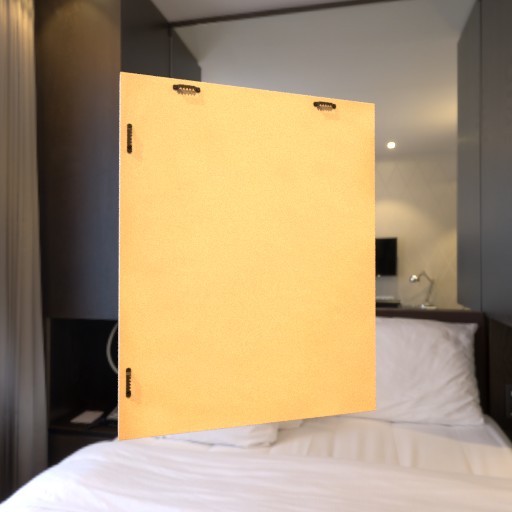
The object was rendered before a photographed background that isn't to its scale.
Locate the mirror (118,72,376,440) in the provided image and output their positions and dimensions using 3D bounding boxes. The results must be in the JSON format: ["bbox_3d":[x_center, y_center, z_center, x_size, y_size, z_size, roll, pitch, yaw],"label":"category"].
[{"bbox_3d":[0.000,0.000,0.688,0.406,0.509,0.041,0,-1,-18],"label":"mirror"}]
